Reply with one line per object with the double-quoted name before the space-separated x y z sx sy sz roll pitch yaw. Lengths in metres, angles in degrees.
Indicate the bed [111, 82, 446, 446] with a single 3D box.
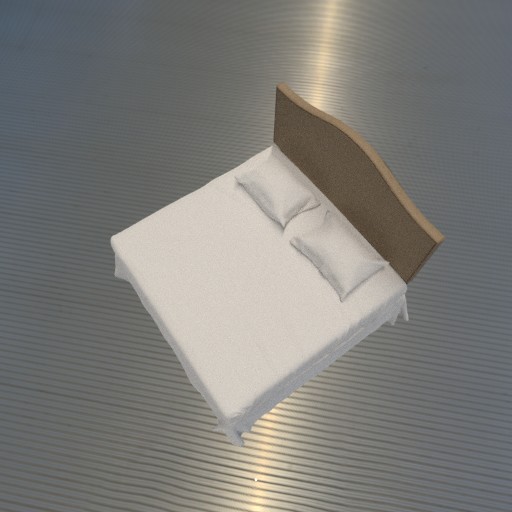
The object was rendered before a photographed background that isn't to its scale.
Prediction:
"bed" 0.000 0.000 3.881 2.222 1.651 2.311 -33 68 -15
